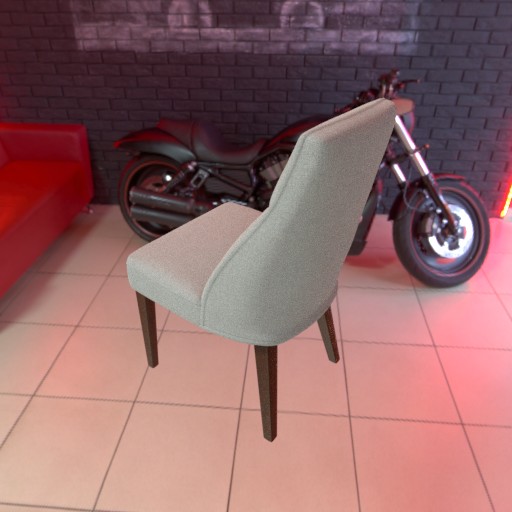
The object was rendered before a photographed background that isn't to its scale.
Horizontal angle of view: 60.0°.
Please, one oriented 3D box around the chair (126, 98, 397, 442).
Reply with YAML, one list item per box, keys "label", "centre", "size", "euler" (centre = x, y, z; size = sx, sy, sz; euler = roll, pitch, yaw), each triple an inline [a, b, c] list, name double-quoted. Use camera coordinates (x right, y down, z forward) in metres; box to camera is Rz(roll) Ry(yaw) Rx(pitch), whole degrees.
- label: "chair"
  centre: [0.000, 0.000, 1.318]
  size: [0.620, 0.930, 0.500]
  euler: [22, 38, 31]
